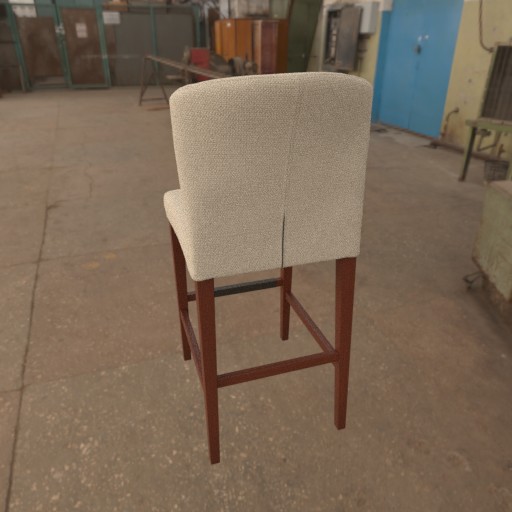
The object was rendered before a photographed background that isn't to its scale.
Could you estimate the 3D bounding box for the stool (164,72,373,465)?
[{"bbox_3d":[0.000,0.000,1.345,0.481,1.069,0.568,-8,28,-16],"label":"stool"}]
